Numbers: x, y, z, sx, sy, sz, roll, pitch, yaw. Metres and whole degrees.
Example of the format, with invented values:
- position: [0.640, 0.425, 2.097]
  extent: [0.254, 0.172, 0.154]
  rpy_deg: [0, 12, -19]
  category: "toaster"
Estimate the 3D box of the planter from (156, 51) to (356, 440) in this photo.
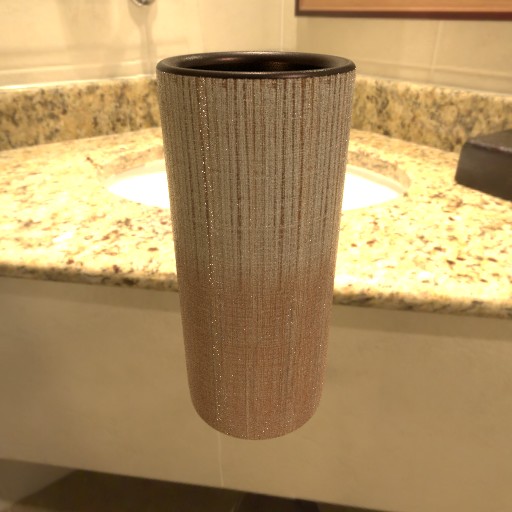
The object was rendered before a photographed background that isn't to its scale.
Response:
- position: [0.000, 0.000, 0.279]
  extent: [0.100, 0.227, 0.100]
  rpy_deg: [8, 31, 14]
  category: "planter"
